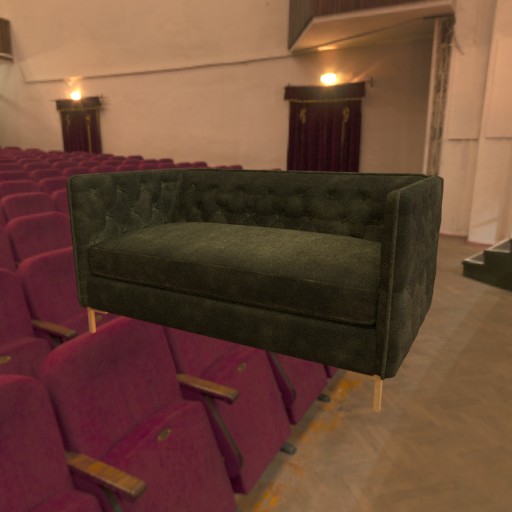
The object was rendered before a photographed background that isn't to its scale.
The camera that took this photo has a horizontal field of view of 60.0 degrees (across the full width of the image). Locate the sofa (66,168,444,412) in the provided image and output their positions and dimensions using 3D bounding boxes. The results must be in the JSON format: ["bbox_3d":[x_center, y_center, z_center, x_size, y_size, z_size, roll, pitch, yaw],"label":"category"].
[{"bbox_3d":[0.000,0.000,2.112,1.537,0.768,0.895,7,16,28],"label":"sofa"}]
